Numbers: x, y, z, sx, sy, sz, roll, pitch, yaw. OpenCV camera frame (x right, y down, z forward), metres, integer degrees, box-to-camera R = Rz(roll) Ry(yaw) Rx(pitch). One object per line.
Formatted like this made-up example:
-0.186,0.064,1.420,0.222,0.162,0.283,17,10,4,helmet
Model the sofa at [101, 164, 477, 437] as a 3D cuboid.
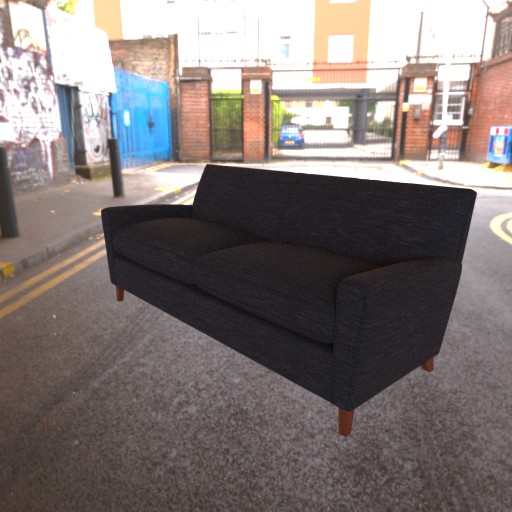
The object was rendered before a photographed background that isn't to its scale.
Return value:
0.000,0.000,2.428,0.875,0.846,1.976,-14,21,-41,sofa
